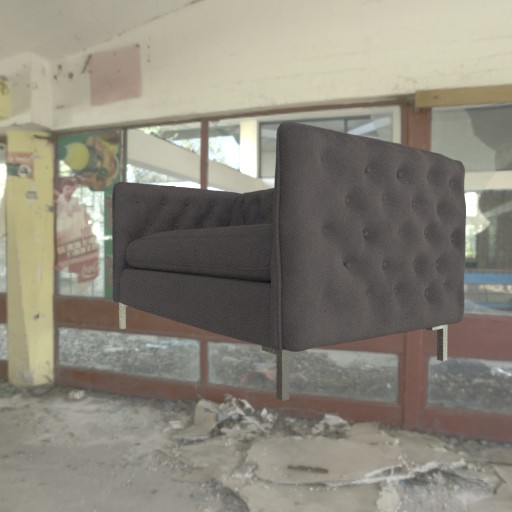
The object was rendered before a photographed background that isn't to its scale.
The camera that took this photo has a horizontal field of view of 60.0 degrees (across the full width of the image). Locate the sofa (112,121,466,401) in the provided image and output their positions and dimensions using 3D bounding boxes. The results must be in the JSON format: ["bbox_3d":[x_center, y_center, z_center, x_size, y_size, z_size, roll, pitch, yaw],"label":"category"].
[{"bbox_3d":[0.000,0.000,2.084,0.909,0.810,1.583,-1,1,-36],"label":"sofa"}]
